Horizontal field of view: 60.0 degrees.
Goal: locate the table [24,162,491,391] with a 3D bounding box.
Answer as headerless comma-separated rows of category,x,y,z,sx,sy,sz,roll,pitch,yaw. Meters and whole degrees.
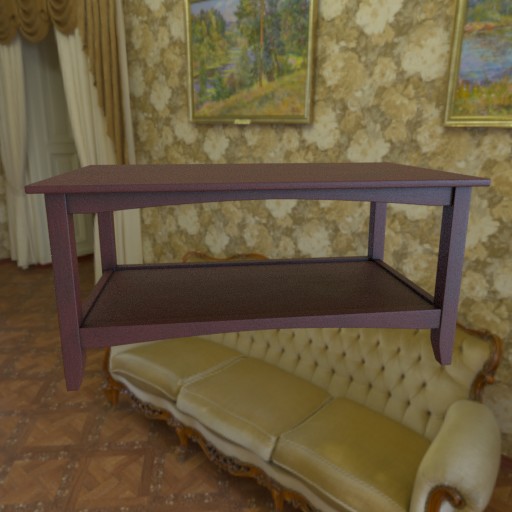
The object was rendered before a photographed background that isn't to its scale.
table,0.000,0.000,1.201,0.943,0.456,0.533,-2,16,-7
